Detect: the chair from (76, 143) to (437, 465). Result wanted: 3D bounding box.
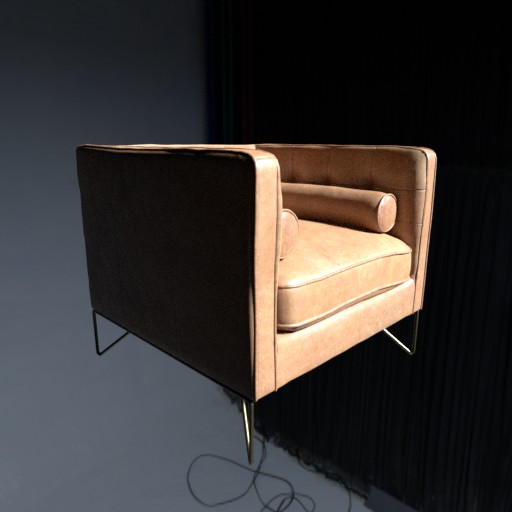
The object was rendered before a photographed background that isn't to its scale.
[{"bbox_3d":[0.000,0.000,1.630,0.920,0.797,0.912,-14,20,-43],"label":"chair"}]
